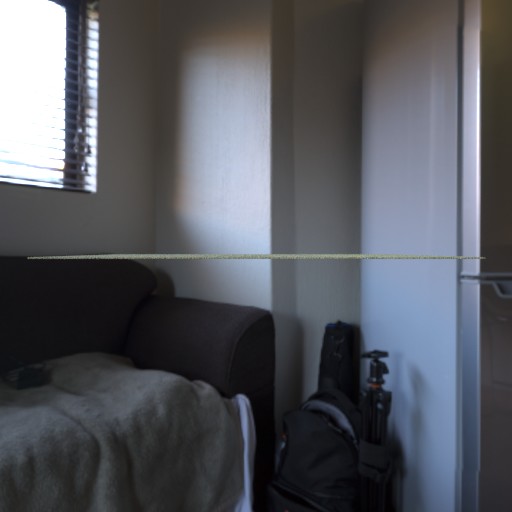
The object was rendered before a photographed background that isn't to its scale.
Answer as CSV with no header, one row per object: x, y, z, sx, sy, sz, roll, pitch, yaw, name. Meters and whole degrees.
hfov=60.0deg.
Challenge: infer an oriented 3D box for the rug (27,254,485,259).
0.000,0.000,2.250,1.747,0.006,1.143,0,1,0,rug
